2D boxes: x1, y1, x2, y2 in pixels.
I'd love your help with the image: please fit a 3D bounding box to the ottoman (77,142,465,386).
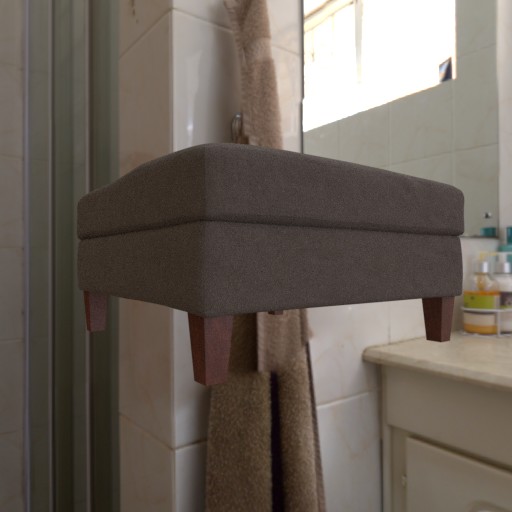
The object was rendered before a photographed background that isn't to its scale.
[{"bbox_3d":[0.000,0.000,1.355,0.861,0.482,0.881,0,-1,-36],"label":"ottoman"}]
